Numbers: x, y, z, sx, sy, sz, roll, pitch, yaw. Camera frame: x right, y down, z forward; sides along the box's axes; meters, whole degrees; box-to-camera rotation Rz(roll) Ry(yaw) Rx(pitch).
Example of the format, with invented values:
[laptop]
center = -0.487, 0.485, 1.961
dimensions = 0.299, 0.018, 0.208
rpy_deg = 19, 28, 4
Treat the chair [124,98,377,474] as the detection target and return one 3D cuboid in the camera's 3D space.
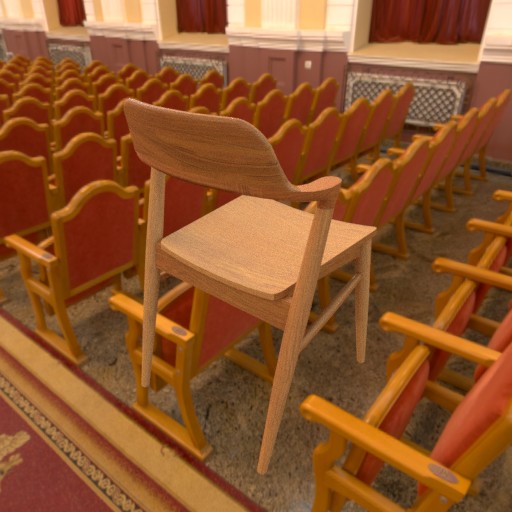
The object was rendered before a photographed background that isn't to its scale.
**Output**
[chair]
center = 0.000, 0.000, 1.119
dimensions = 0.512, 0.792, 0.499
rpy_deg = 22, 36, 33
